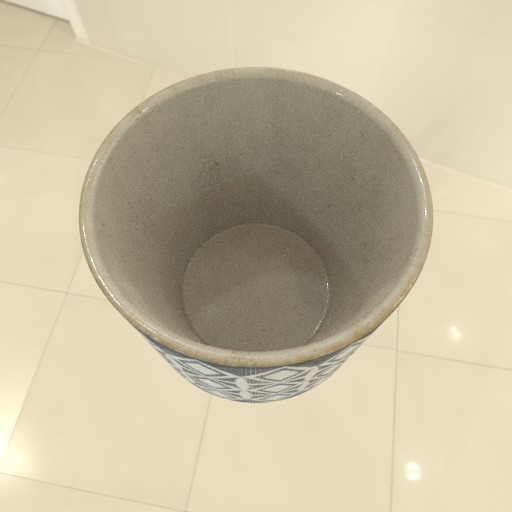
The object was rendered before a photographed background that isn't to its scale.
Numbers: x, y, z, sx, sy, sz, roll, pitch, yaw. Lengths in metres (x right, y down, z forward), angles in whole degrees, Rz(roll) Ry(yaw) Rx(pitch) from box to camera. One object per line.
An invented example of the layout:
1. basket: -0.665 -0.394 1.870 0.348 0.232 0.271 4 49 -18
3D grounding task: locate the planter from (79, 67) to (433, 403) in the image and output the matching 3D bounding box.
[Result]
1. planter: 0.000 0.000 0.317 0.192 0.165 0.192 0 64 0
